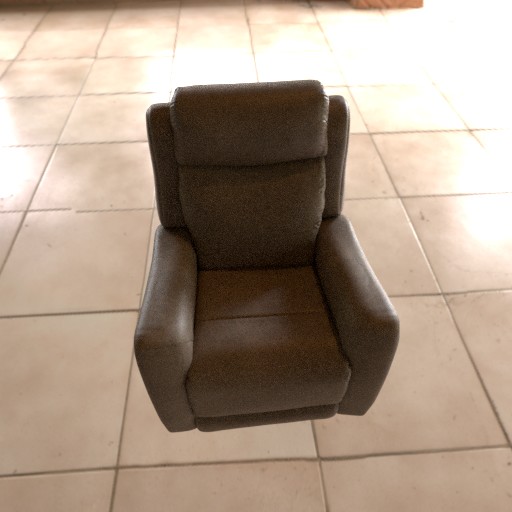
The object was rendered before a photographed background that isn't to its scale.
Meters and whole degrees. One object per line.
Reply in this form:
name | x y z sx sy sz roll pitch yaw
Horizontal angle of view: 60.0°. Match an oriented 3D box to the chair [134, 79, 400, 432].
chair | 0.000 0.000 1.894 0.967 1.116 1.068 -4 46 -3
